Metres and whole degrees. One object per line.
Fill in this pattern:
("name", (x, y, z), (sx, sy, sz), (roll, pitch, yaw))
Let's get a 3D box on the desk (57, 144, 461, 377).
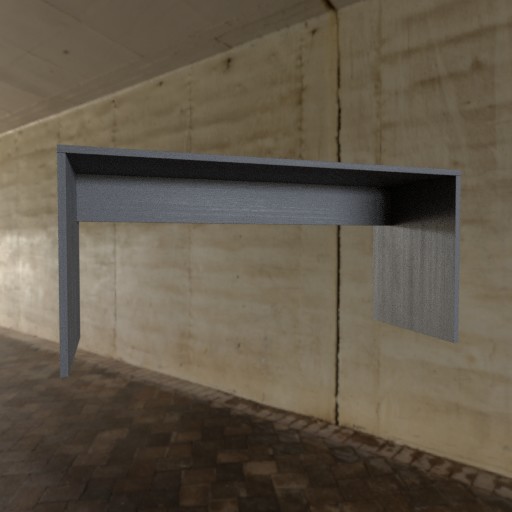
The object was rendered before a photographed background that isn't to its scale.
("desk", (0.000, 0.000, 2.053), (1.600, 0.750, 0.802), (-1, 2, -18))
